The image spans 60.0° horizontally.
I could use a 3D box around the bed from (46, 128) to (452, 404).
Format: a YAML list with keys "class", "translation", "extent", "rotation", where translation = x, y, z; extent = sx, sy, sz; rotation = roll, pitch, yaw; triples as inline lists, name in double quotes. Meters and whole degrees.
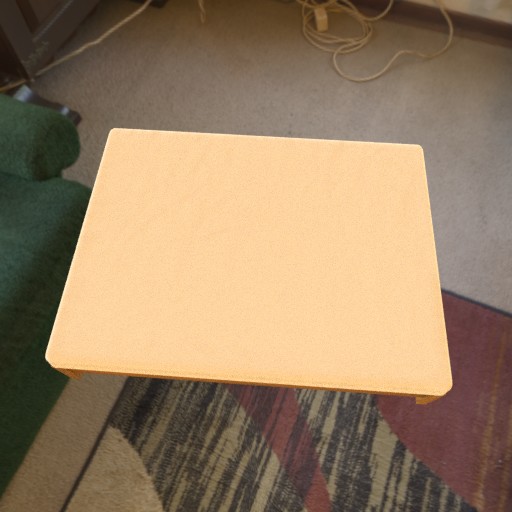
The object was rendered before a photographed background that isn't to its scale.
- class: "bed"
  translation: [0.000, 0.000, 2.678]
  extent: [2.016, 0.431, 1.536]
  rotation: [4, 63, 2]
